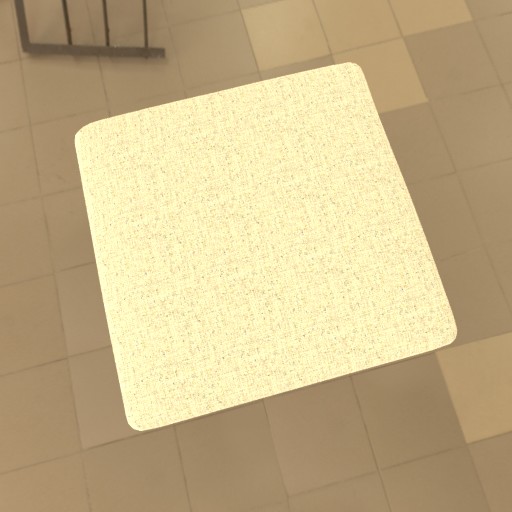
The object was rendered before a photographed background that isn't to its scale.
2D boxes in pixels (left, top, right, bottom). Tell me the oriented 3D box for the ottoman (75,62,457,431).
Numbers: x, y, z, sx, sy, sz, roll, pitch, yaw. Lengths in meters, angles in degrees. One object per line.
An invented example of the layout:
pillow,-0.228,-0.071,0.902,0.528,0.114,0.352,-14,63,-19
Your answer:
ottoman,0.000,0.000,0.889,0.521,0.453,0.512,-15,77,-4
